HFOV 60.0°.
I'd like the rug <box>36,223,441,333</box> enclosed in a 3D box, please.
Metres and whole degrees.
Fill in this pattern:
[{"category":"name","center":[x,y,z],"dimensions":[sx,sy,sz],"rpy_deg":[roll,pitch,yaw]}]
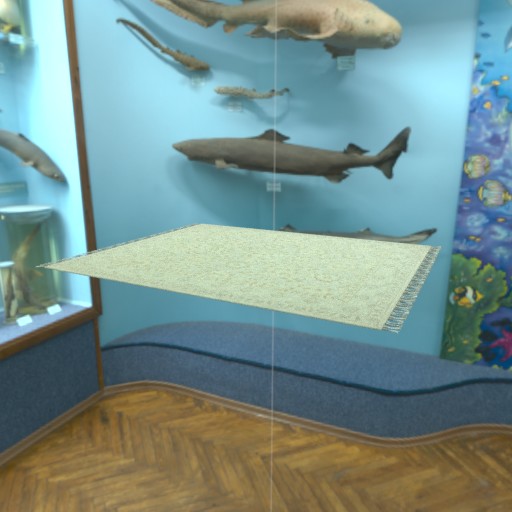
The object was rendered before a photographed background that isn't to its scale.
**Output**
[{"category":"rug","center":[0.000,0.000,4.184],"dimensions":[3.043,0.013,2.444],"rpy_deg":[7,16,26]}]
